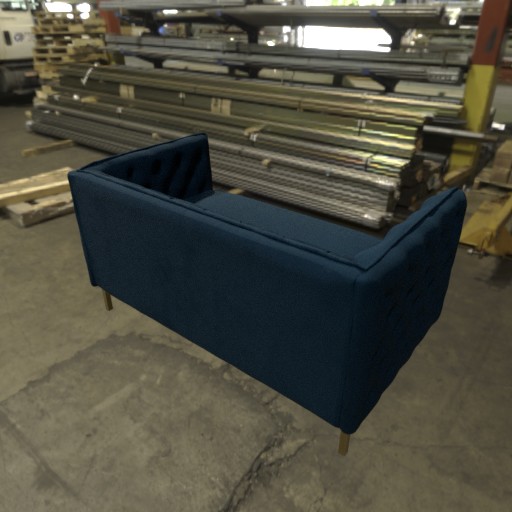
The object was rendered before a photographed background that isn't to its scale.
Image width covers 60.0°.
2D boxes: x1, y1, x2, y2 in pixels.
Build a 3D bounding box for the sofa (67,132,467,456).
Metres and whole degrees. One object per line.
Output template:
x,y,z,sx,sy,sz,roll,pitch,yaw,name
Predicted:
0.000,0.000,2.114,1.583,0.810,0.909,21,36,33,sofa
